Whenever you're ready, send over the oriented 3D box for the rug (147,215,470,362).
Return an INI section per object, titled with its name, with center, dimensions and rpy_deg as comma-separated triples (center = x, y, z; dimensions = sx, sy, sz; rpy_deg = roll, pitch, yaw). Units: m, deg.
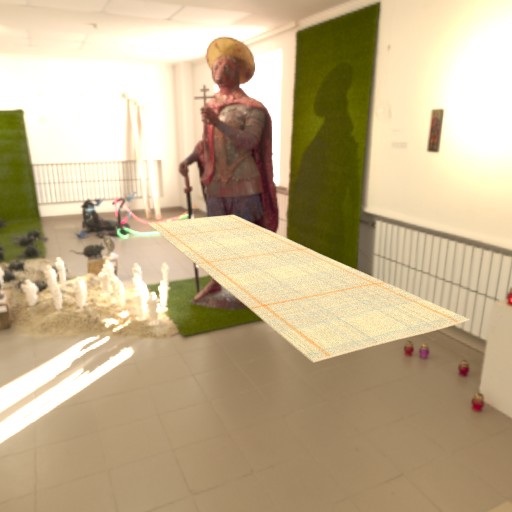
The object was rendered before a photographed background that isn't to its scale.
[rug]
center = 0.000, 0.000, 2.715
dimensions = 0.770, 0.016, 2.442
rpy_deg = -8, 18, -25
